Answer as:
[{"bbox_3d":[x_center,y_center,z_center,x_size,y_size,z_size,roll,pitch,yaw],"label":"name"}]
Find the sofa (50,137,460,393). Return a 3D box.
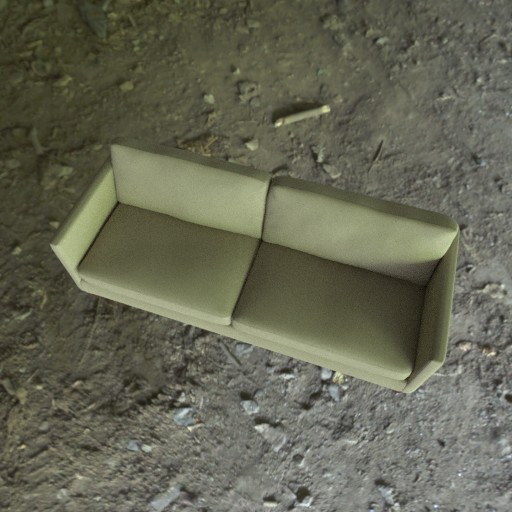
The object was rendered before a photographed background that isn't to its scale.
[{"bbox_3d":[0.000,0.000,2.943,2.404,0.912,0.988,16,59,10],"label":"sofa"}]
